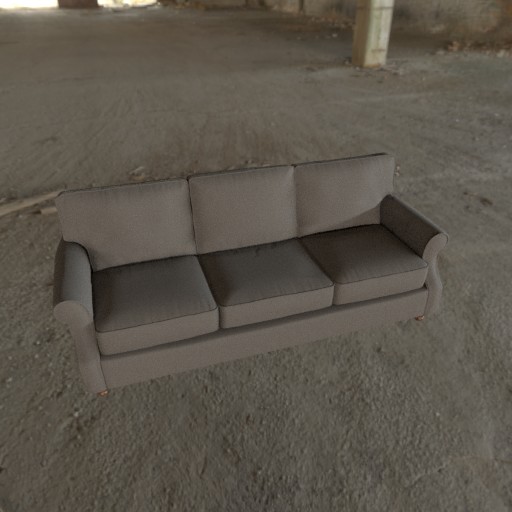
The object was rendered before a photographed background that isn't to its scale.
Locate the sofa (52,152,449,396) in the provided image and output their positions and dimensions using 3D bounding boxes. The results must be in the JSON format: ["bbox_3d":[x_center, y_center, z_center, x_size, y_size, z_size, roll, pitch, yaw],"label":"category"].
[{"bbox_3d":[0.000,0.000,2.809,2.353,0.948,0.966,-10,33,-15],"label":"sofa"}]
